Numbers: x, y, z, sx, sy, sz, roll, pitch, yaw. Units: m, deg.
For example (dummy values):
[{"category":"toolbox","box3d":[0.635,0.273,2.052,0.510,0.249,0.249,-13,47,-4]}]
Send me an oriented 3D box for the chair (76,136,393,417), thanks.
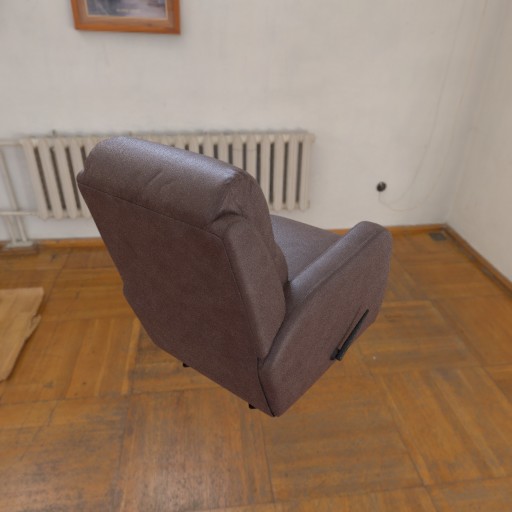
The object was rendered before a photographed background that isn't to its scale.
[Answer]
[{"category":"chair","box3d":[0.000,0.000,1.834,0.865,1.067,1.067,21,36,32]}]
